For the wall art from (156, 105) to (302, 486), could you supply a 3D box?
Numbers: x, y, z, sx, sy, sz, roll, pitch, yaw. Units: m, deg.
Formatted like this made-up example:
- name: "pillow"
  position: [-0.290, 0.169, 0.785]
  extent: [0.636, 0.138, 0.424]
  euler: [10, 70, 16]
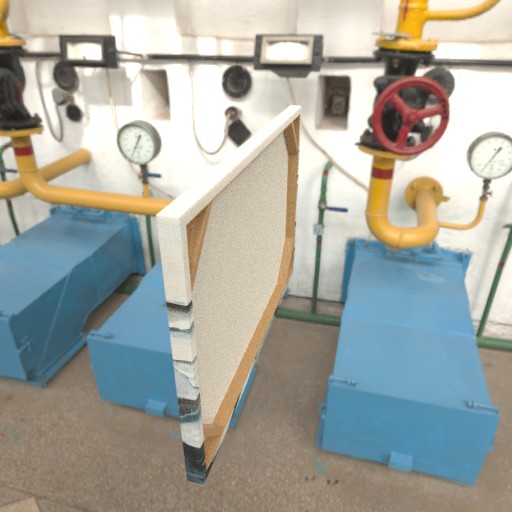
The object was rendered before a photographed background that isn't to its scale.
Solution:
- name: "wall art"
  position: [0.000, 0.000, 1.165]
  extent: [0.039, 0.609, 0.914]
  euler: [8, 30, 14]
